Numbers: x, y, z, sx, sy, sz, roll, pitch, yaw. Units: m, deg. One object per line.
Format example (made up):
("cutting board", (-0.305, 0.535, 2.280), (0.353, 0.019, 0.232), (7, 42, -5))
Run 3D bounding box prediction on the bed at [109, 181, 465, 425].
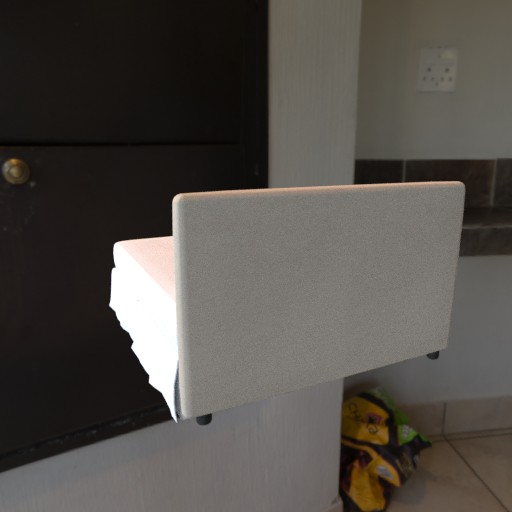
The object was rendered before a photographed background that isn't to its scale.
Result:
("bed", (0.000, 0.000, 3.706), (2.119, 1.317, 2.319), (-7, 15, -26))
